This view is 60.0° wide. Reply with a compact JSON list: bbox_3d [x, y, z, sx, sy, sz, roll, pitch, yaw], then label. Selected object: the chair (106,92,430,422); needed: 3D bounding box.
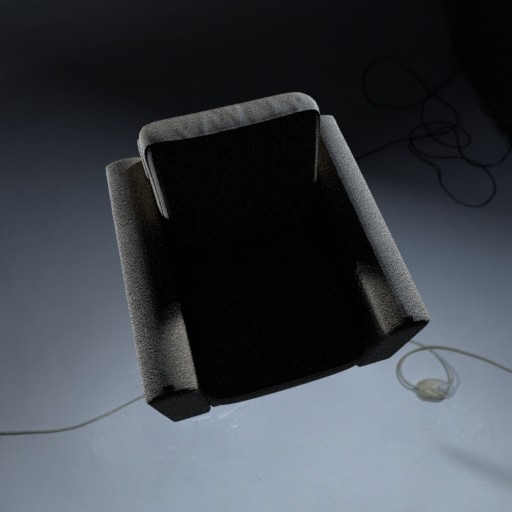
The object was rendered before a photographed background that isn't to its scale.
[{"bbox_3d":[0.000,0.000,1.769,1.005,0.873,1.016,-14,65,-7],"label":"chair"}]
